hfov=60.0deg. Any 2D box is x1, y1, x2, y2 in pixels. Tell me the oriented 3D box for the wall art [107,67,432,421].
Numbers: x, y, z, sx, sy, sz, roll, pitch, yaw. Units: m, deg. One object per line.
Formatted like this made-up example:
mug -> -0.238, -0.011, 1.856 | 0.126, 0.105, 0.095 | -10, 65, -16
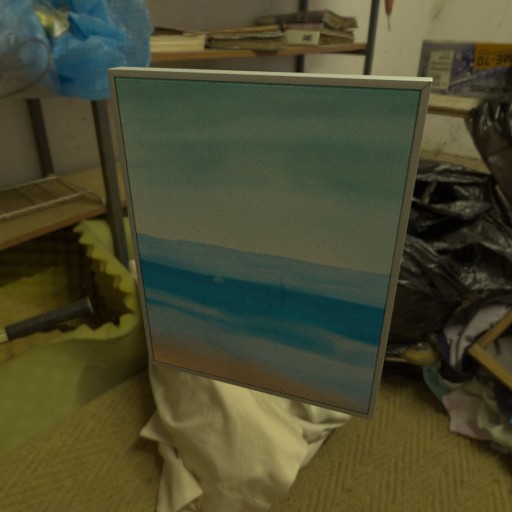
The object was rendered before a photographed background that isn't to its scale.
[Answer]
wall art -> 0.000, 0.000, 0.722 | 0.445, 0.553, 0.039 | 9, 29, 17
